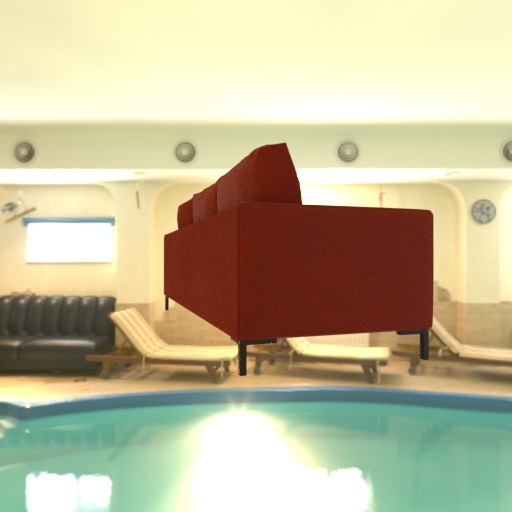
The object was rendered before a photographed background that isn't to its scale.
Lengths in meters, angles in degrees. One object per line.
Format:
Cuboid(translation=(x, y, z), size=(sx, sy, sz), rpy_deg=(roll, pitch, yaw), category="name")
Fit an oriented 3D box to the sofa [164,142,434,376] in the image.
Cuboid(translation=(0.000, 0.000, 2.758), size=(0.875, 0.879, 2.252), rpy_deg=(0, 0, -18), category="sofa")
